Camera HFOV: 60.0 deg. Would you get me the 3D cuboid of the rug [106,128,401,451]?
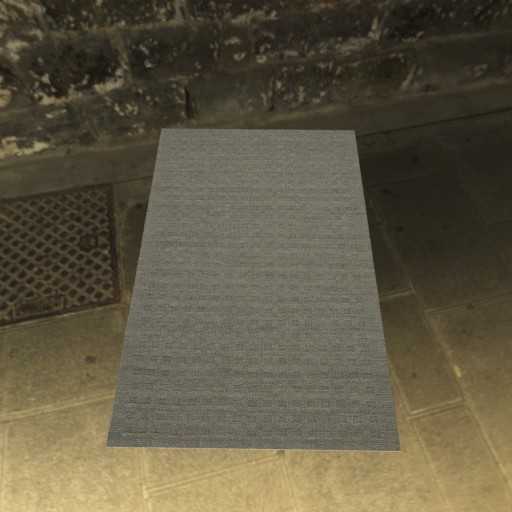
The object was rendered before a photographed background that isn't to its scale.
[{"bbox_3d":[0.000,0.000,2.172,1.142,0.006,1.752,1,59,0],"label":"rug"}]
